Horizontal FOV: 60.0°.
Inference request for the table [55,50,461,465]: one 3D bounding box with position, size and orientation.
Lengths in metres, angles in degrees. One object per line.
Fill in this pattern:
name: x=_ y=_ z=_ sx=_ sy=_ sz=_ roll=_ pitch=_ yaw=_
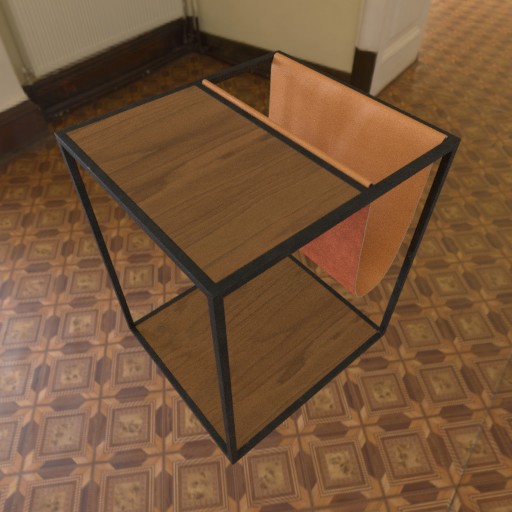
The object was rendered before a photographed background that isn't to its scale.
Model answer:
table: x=0.000 y=0.000 z=0.848 sx=0.450 sy=0.536 sz=0.399 roll=-32 pitch=55 yaw=-26
